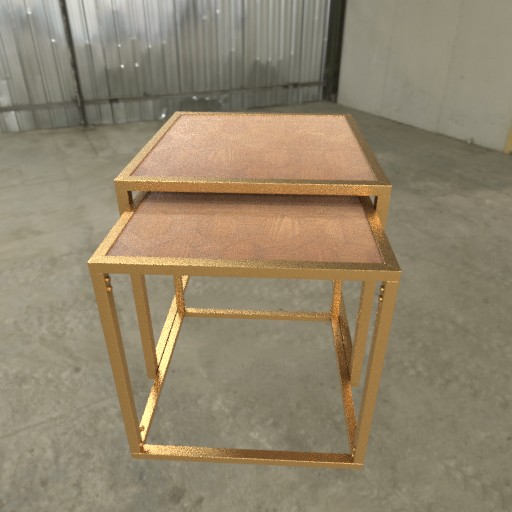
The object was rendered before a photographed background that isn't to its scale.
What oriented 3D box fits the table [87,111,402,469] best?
[{"bbox_3d":[0.000,0.000,1.070,0.505,0.505,0.762,1,31,2],"label":"table"}]
